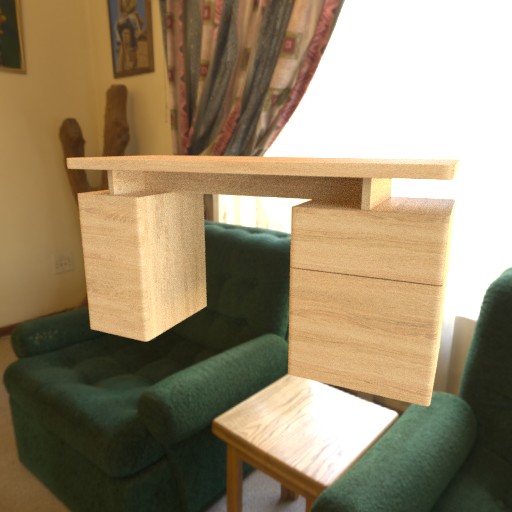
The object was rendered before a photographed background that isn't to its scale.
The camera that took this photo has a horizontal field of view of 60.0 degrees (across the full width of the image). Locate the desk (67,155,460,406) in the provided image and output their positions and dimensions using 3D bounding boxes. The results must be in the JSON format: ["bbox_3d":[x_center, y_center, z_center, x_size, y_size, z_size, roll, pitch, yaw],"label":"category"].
[{"bbox_3d":[0.000,0.000,1.769,1.400,0.760,0.550,7,15,25],"label":"desk"}]
